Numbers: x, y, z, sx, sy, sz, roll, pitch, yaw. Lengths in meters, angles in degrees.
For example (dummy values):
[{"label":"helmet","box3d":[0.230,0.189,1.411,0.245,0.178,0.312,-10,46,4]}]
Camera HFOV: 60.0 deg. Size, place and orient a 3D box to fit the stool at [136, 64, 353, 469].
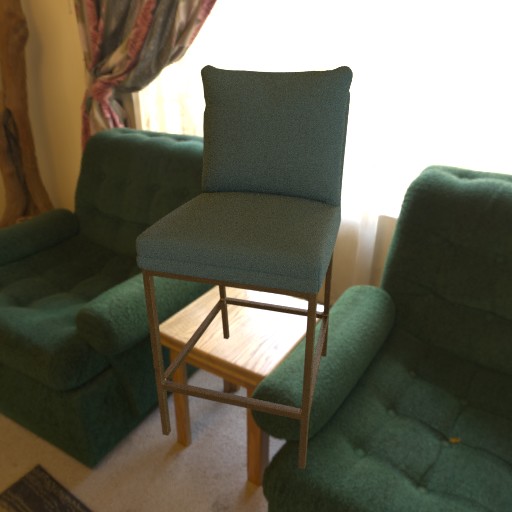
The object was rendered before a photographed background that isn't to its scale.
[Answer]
[{"label":"stool","box3d":[0.000,0.000,1.318,0.463,1.032,0.568,7,27,15]}]
